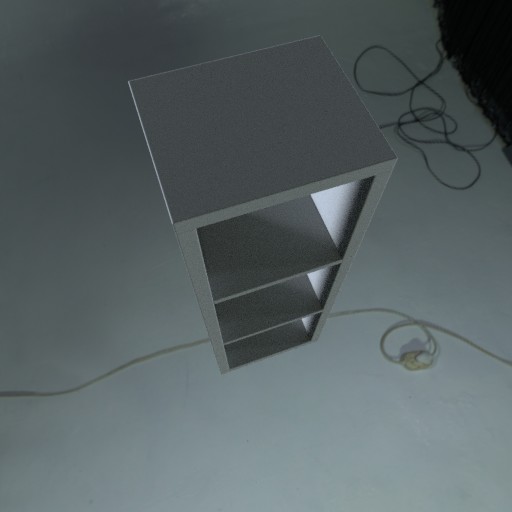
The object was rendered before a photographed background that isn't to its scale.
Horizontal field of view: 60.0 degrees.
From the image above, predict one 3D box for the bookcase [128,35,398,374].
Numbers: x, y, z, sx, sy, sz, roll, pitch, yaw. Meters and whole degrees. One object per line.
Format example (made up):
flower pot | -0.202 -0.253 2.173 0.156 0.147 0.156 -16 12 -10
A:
bookcase | 0.000 0.000 1.266 0.390 1.080 0.330 -17 64 -9
